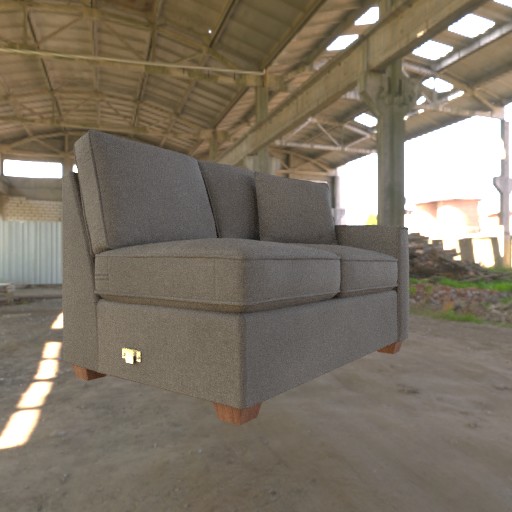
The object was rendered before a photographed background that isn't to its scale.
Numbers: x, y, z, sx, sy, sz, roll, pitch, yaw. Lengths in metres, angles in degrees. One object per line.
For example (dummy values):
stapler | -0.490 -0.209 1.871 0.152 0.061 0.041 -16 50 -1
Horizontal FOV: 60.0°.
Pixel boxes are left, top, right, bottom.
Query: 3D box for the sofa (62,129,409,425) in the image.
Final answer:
sofa | 0.000 0.000 2.042 0.991 0.989 1.388 0 0 38
